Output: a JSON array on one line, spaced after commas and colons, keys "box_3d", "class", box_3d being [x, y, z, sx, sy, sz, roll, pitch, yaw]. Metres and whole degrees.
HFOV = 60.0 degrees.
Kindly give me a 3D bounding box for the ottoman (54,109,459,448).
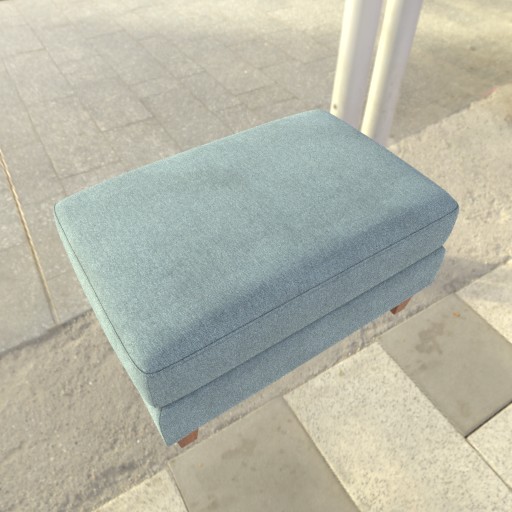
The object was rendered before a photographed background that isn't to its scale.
[{"box_3d": [0.000, 0.000, 1.203, 0.864, 0.483, 0.584, -26, 52, -22], "class": "ottoman"}]
